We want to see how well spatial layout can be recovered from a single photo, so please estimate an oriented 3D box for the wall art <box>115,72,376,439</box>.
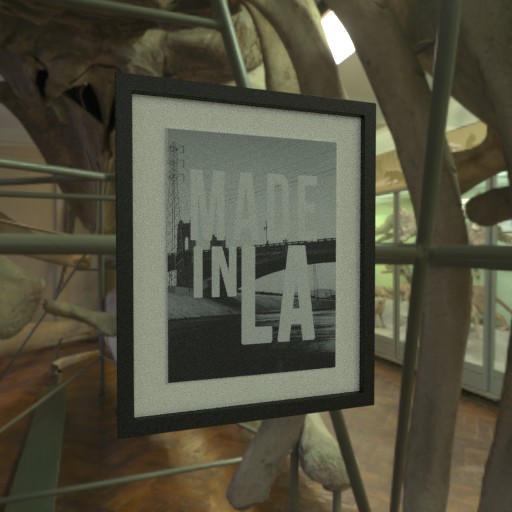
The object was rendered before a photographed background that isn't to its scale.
[{"bbox_3d":[0.000,0.000,0.759,0.457,0.559,0.028,0,1,-19],"label":"wall art"}]
